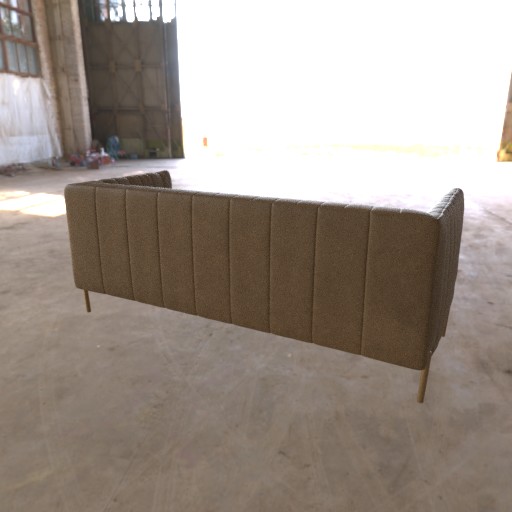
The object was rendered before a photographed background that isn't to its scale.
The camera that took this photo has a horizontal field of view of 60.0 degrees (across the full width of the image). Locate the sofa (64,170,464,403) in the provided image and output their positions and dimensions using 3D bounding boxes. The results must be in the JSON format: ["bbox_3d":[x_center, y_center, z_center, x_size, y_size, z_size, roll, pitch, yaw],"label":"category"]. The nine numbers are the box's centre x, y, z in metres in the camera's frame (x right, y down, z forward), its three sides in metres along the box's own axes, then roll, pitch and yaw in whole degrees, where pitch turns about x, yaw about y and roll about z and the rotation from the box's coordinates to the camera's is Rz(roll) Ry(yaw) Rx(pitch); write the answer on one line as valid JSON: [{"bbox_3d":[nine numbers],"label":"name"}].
[{"bbox_3d":[0.000,0.000,2.412,1.980,0.779,0.876,9,19,27],"label":"sofa"}]
